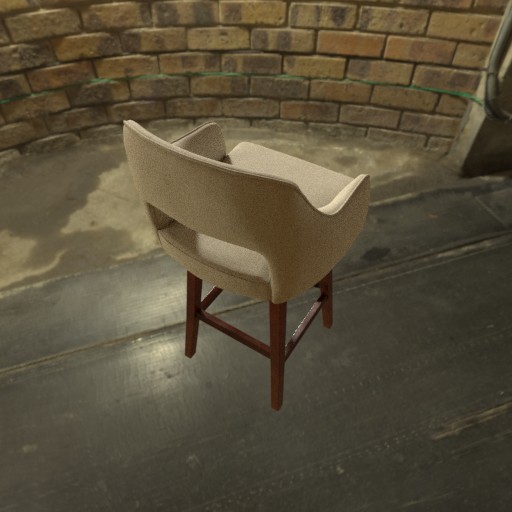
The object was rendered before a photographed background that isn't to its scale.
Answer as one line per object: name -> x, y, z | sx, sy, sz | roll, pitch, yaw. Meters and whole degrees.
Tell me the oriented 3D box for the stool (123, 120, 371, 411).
stool -> 0.000, 0.000, 1.381 | 0.550, 1.041, 0.560 | 25, 51, 22
